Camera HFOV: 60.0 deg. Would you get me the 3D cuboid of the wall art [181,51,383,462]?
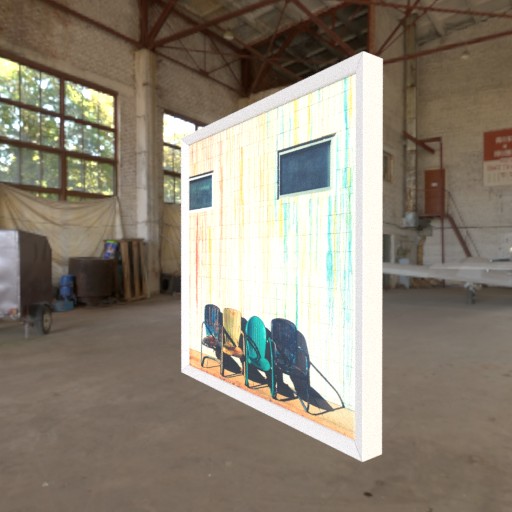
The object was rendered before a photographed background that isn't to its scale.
[{"bbox_3d":[0.000,0.000,0.765,0.037,0.508,0.508,0,1,-35],"label":"wall art"}]
